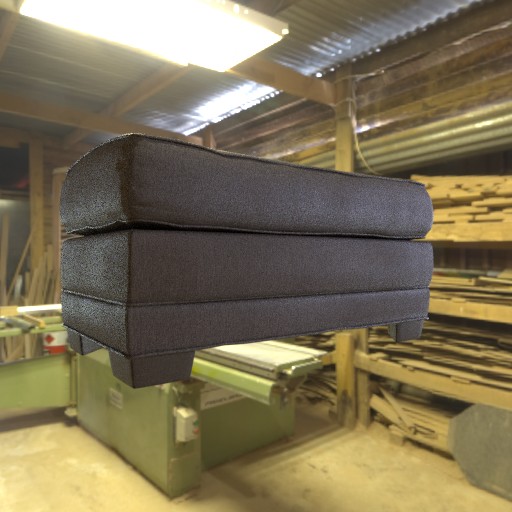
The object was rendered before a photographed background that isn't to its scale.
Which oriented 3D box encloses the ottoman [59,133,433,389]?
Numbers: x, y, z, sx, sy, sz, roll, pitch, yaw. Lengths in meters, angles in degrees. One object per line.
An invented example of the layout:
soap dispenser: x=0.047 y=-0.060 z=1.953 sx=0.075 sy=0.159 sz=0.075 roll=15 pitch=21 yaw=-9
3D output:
ottoman: x=0.000 y=0.000 z=1.135 sx=0.864 sy=0.448 sz=0.490 roll=0 pitch=-1 yaw=-36
